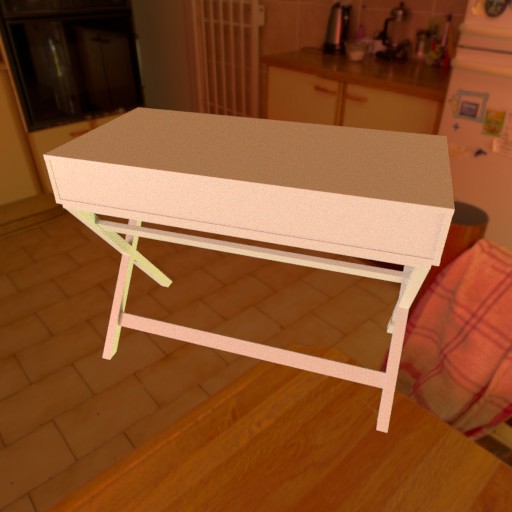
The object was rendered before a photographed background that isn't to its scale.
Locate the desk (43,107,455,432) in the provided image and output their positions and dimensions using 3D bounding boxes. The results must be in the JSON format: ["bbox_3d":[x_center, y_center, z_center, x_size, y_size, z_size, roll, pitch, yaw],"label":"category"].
[{"bbox_3d":[0.000,0.000,1.502,1.057,0.780,0.525,10,35,15],"label":"desk"}]
